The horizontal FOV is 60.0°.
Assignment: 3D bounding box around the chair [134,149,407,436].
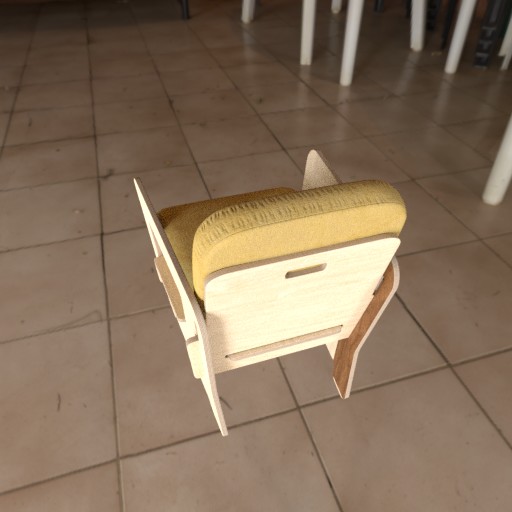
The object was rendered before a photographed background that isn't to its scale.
[{"bbox_3d":[0.000,0.000,1.305,0.590,0.800,0.710,-12,42,-14],"label":"chair"}]
